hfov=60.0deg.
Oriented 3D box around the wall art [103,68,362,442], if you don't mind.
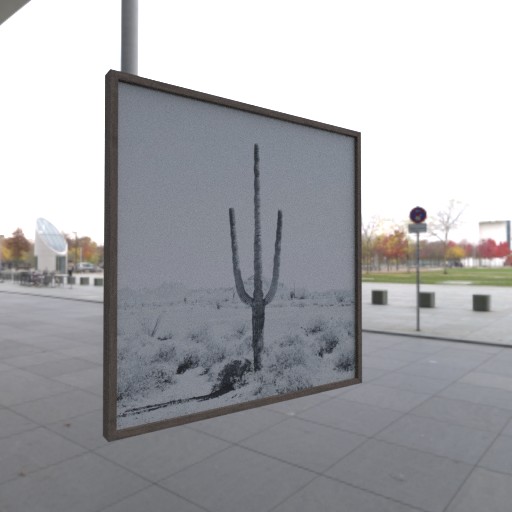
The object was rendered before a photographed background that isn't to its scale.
[{"bbox_3d":[0.000,0.000,1.141,0.762,0.762,0.038,1,-1,-36],"label":"wall art"}]
